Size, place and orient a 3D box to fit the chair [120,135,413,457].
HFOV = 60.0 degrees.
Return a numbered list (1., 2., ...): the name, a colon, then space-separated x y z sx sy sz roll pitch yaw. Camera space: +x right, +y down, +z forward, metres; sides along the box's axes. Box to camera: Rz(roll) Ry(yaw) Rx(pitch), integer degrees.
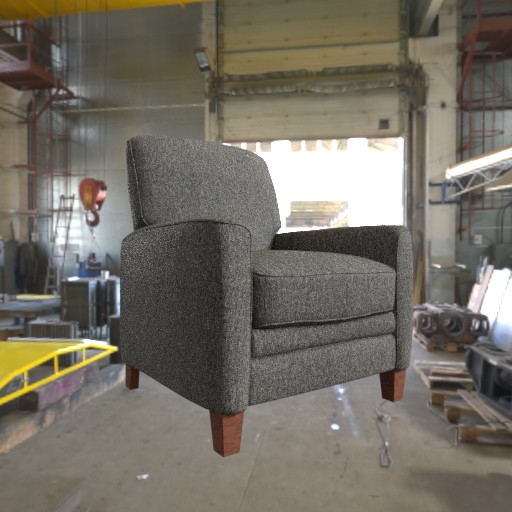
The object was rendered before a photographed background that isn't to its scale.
1. chair: 0.000 0.000 1.642 0.848 1.014 0.864 -1 1 -36
